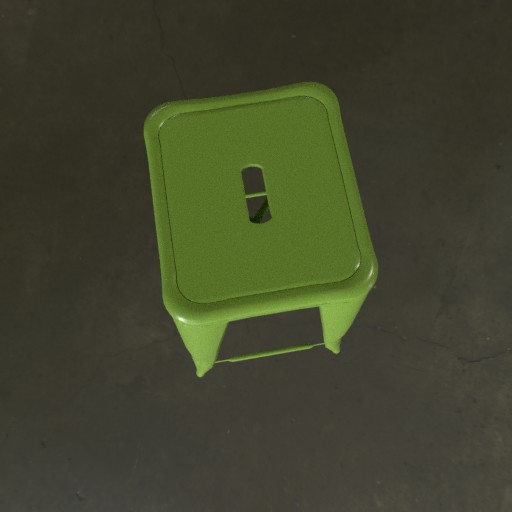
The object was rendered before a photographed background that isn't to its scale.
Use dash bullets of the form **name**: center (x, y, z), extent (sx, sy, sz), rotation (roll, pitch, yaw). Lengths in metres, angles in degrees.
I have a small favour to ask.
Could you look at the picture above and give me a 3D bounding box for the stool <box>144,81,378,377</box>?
- **stool**: center (0.000, 0.000, 0.833), extent (0.358, 0.609, 0.398), rotation (-9, 75, -2)
